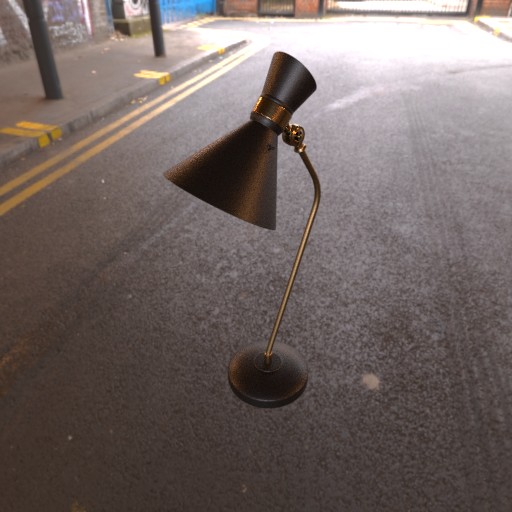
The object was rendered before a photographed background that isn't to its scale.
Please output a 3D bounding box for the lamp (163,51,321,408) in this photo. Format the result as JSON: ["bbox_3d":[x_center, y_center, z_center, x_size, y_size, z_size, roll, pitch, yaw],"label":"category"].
[{"bbox_3d":[0.000,0.000,0.777,0.292,0.647,0.189,-22,39,-30],"label":"lamp"}]
